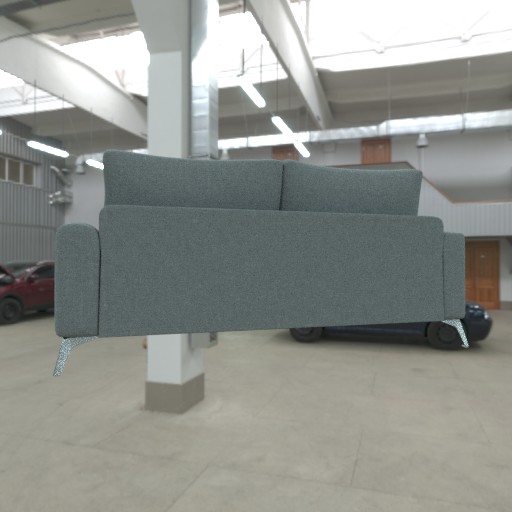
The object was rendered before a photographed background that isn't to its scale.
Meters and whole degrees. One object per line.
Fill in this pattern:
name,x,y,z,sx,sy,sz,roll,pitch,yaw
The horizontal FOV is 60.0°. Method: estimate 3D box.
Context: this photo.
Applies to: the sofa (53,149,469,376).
sofa,0.000,0.000,2.088,1.650,0.790,0.920,0,-1,-17
